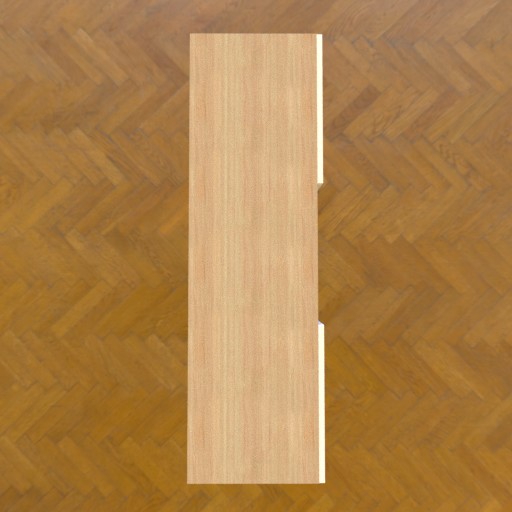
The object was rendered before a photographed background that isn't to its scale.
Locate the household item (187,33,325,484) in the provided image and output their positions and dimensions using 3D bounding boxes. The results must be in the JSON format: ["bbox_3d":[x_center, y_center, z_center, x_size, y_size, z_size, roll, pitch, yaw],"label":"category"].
[{"bbox_3d":[0.000,0.000,1.532,0.420,0.310,1.400,0,88,0],"label":"household item"}]
